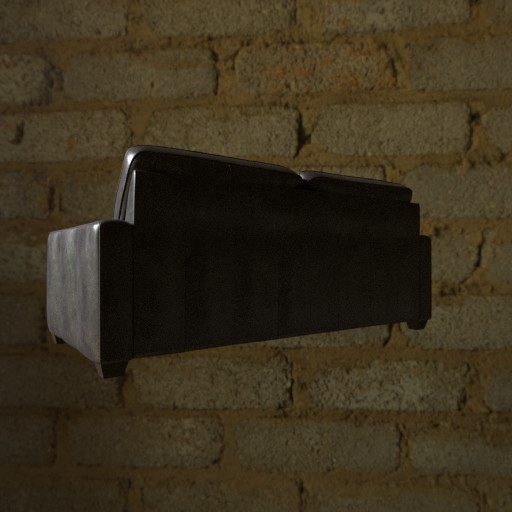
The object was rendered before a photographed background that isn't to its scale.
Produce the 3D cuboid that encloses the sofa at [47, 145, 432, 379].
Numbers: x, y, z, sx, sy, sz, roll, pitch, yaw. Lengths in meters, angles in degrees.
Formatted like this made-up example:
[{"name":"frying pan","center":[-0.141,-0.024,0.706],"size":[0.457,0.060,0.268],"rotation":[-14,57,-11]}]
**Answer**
[{"name":"sofa","center":[0.000,0.000,2.560],"size":[2.081,0.916,0.939],"rotation":[0,0,-35]}]
